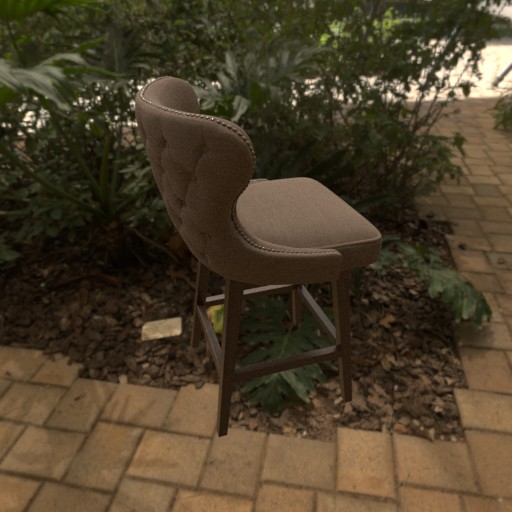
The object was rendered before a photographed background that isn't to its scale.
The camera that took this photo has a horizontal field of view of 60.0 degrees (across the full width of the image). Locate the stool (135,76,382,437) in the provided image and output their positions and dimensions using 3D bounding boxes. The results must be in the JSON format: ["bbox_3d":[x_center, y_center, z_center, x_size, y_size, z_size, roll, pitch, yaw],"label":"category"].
[{"bbox_3d":[0.000,0.000,1.349,0.597,0.972,0.615,-10,32,-16],"label":"stool"}]
